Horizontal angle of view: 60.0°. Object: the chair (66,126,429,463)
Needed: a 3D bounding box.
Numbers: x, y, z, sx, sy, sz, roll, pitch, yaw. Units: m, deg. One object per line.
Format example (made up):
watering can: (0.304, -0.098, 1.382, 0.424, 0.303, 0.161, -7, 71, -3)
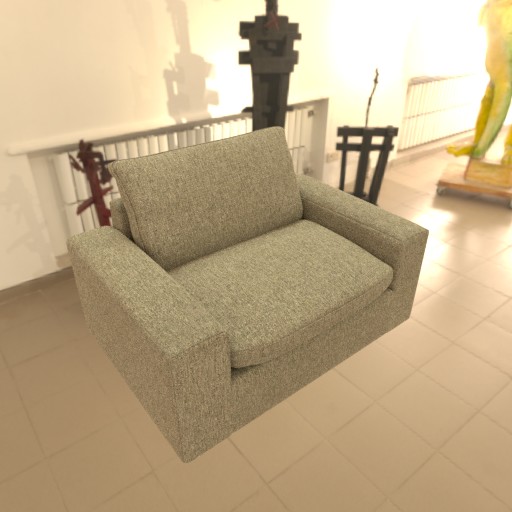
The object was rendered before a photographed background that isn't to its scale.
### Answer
chair: (0.000, 0.000, 2.088, 1.398, 0.915, 1.039, -22, 38, -32)
